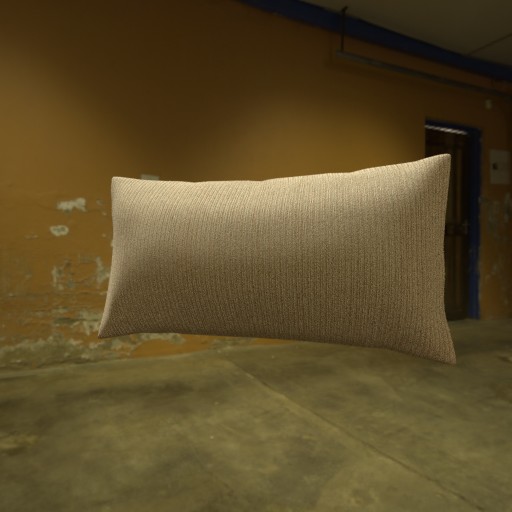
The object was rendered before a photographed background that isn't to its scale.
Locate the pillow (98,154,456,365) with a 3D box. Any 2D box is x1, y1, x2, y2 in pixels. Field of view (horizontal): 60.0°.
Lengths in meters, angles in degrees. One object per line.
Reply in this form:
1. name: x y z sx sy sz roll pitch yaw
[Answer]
1. pillow: 0.000 0.000 0.740 0.608 0.307 0.155 0 0 19
